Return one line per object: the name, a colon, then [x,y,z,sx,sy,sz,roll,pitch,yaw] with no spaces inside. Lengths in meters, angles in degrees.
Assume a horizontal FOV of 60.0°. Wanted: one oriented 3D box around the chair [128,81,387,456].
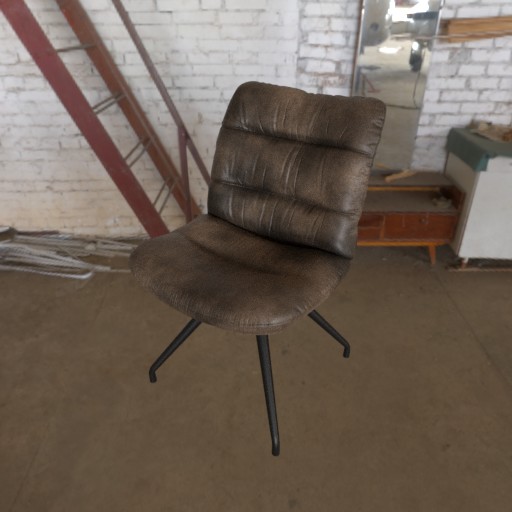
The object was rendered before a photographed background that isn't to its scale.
chair: [0.000,0.000,1.311,0.549,0.870,0.622,19,35,29]
